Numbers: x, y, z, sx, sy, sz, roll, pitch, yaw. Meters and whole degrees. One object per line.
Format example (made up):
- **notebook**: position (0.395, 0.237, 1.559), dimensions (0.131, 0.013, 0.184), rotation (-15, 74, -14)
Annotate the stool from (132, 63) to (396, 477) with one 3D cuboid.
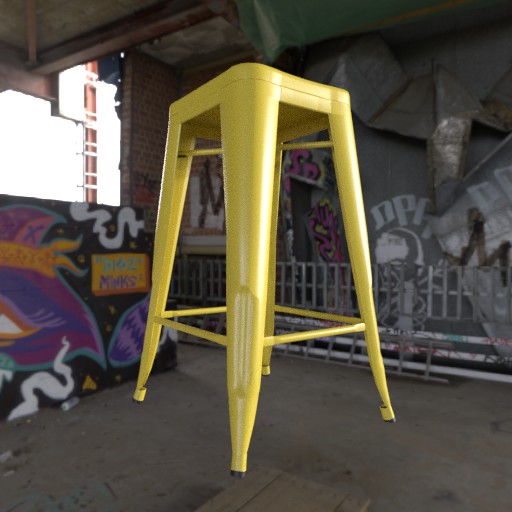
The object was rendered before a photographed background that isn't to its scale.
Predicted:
- **stool**: position (0.000, 0.000, 0.866), dimensions (0.359, 0.609, 0.399), rotation (0, 1, -36)
